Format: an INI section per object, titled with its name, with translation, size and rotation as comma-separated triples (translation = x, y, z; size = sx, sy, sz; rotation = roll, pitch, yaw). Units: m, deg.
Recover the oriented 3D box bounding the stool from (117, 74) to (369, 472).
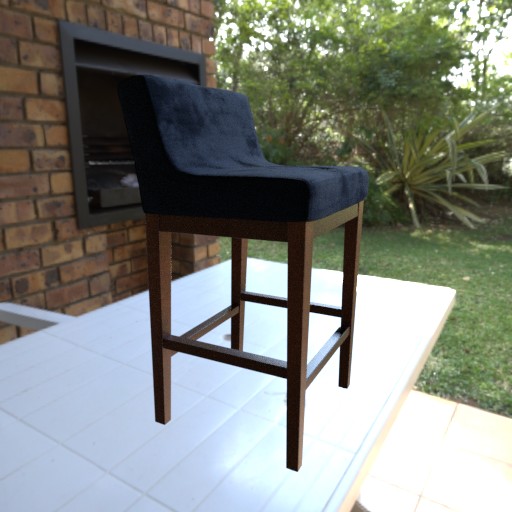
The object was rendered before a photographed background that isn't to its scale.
[stool]
translation = 0.000, 0.000, 1.268
size = 0.516, 0.945, 0.511
rotation = 7, 16, 27
